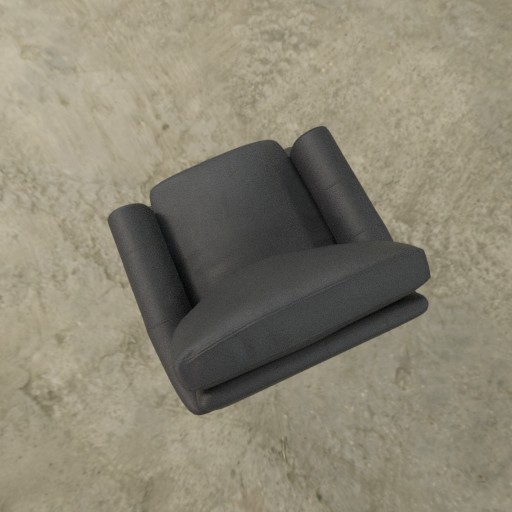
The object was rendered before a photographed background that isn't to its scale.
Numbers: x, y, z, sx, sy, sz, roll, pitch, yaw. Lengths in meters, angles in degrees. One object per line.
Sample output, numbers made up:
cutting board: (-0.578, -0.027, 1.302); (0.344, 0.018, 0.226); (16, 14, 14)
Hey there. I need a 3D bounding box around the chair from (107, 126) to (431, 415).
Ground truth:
chair: (0.000, 0.000, 1.787); (1.015, 0.960, 1.027); (-19, 75, -5)
